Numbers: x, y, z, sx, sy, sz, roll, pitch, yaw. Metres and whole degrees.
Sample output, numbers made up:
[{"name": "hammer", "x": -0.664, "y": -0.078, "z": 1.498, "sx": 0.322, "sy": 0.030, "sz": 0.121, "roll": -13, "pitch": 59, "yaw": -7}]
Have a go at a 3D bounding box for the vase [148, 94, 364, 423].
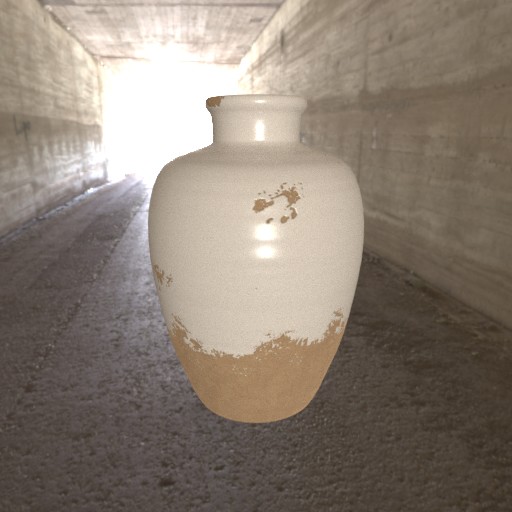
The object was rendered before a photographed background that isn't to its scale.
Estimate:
[{"name": "vase", "x": 0.000, "y": 0.000, "z": 0.339, "sx": 0.158, "sy": 0.228, "sz": 0.158, "roll": 0, "pitch": 16, "yaw": 0}]
